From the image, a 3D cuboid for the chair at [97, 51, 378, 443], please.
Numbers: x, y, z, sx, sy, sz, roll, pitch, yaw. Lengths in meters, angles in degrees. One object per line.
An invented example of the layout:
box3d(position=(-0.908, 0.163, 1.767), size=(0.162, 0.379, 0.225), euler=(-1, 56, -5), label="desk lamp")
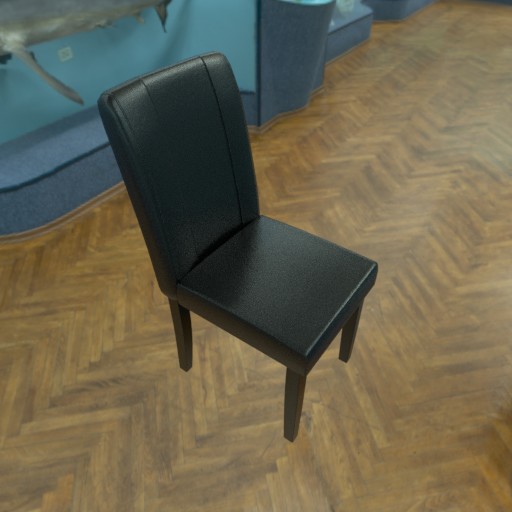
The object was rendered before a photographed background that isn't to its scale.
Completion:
box3d(position=(0.000, 0.000, 1.201), size=(0.556, 0.897, 0.399), euler=(25, 46, 26), label="chair")
